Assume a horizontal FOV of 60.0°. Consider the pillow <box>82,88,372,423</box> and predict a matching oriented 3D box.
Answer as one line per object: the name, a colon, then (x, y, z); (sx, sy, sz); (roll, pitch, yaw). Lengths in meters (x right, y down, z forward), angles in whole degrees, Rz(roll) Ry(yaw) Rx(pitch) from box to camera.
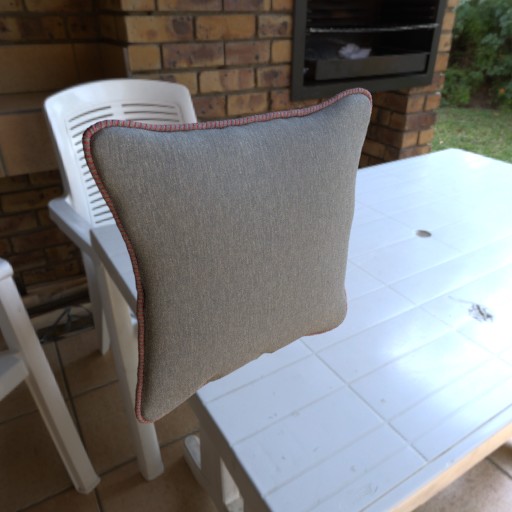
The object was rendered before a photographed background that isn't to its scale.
pillow: (0.000, 0.000, 0.729); (0.482, 0.491, 0.124); (-20, 35, -31)
